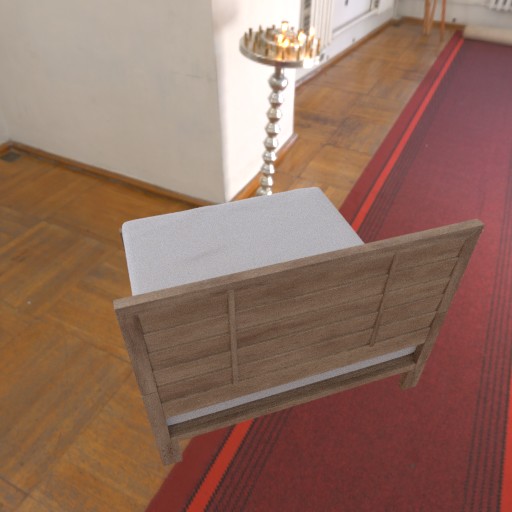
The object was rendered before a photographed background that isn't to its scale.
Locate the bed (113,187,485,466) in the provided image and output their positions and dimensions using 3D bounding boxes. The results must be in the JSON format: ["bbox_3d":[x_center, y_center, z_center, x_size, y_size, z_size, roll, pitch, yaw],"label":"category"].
[{"bbox_3d":[0.000,0.000,3.516,2.032,1.626,2.062,-12,43,-14],"label":"bed"}]
